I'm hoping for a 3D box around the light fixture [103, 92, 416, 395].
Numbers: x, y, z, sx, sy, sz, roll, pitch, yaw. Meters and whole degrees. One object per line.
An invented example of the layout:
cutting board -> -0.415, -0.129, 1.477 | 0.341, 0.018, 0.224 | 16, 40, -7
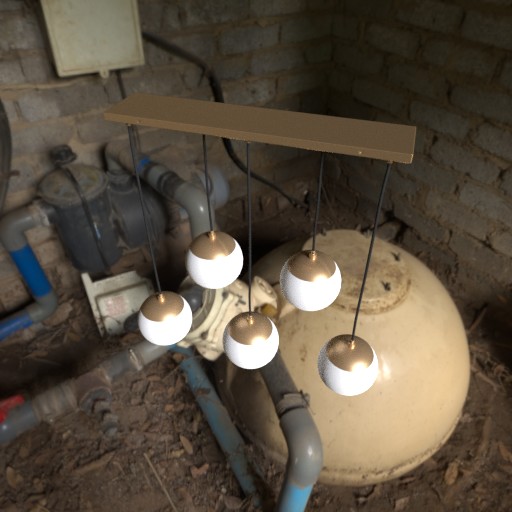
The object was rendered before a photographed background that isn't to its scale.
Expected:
light fixture -> 0.000, 0.000, 1.368 | 0.863, 0.869, 0.299 | 12, 41, 14
